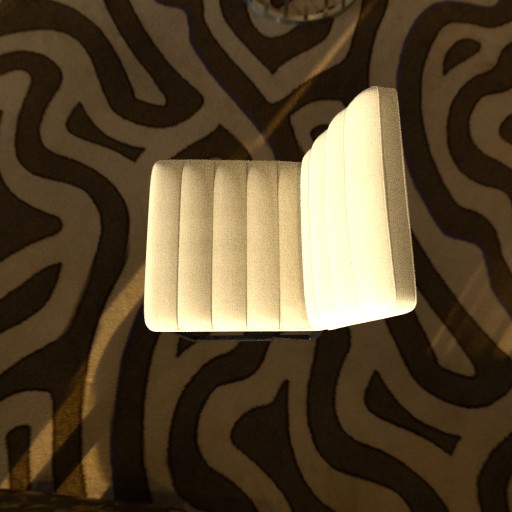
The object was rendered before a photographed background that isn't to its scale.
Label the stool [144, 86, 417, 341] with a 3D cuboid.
[{"bbox_3d":[0.000,0.000,1.312,0.560,1.040,0.460,0,76,0],"label":"stool"}]
